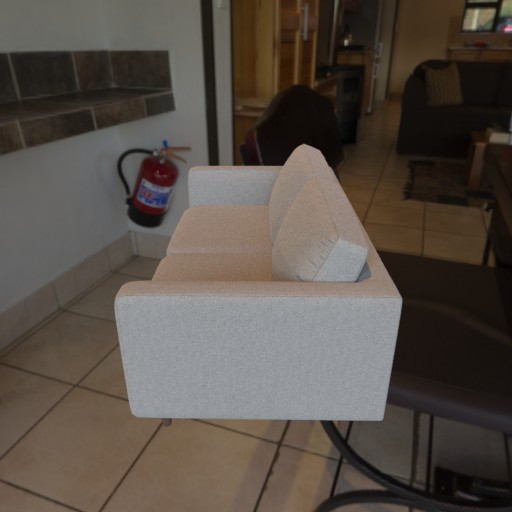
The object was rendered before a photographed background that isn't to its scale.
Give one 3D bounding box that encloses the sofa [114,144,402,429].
[{"bbox_3d":[0.000,0.000,2.353,1.000,0.900,1.731,0,26,1],"label":"sofa"}]
